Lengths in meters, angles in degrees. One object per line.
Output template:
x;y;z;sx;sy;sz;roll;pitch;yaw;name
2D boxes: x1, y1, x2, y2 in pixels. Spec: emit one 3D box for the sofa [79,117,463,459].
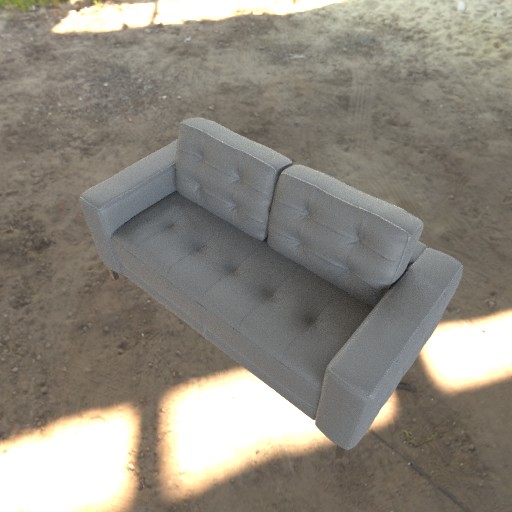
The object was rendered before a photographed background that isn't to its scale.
0.000;0.000;2.214;1.726;0.892;0.833;31;54;26;sofa
